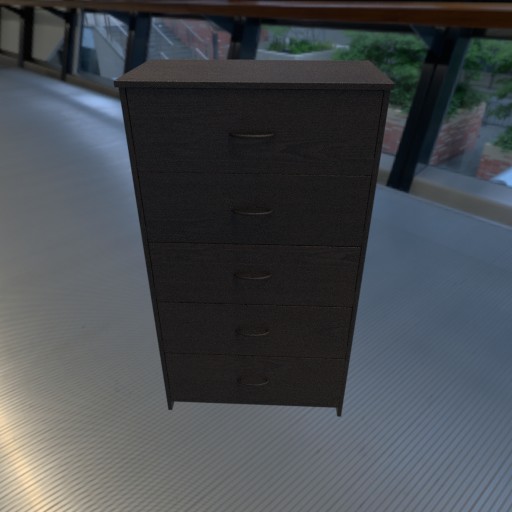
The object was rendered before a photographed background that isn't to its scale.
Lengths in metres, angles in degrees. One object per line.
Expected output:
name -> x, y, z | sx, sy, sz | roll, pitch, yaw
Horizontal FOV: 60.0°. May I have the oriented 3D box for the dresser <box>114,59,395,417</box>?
dresser -> 0.000, 0.000, 1.596 | 0.704, 1.254, 0.418 | 1, 32, 2
